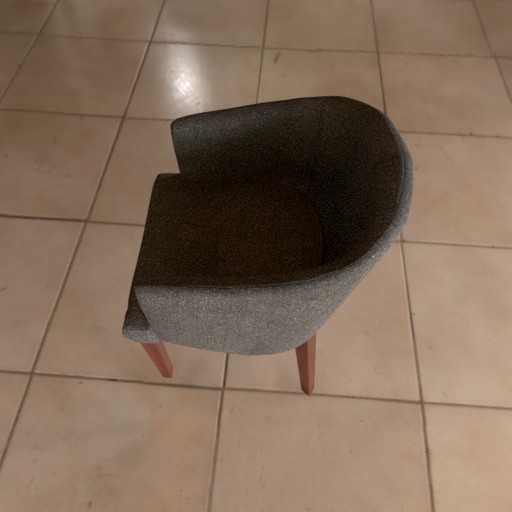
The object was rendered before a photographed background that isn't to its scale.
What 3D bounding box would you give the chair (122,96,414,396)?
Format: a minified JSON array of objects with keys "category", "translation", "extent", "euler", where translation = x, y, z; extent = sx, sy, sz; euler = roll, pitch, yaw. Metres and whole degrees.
[{"category":"chair","translation":[0.000,0.000,1.260],"extent":[0.655,0.811,0.583],"euler":[3,58,2]}]
